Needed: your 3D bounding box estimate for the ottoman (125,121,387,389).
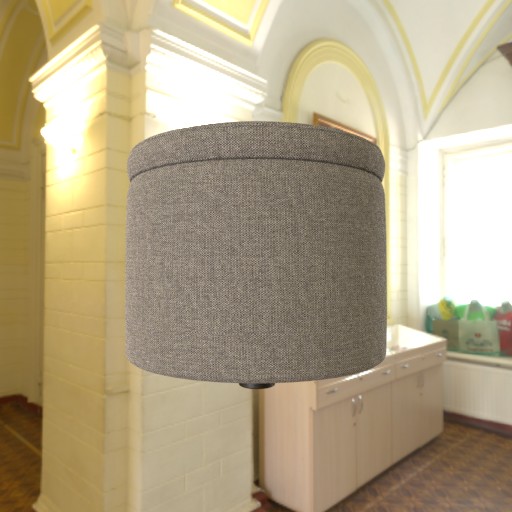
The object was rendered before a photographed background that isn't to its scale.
[{"bbox_3d":[0.000,0.000,0.920,0.520,0.430,0.520,0,-2,0],"label":"ottoman"}]
